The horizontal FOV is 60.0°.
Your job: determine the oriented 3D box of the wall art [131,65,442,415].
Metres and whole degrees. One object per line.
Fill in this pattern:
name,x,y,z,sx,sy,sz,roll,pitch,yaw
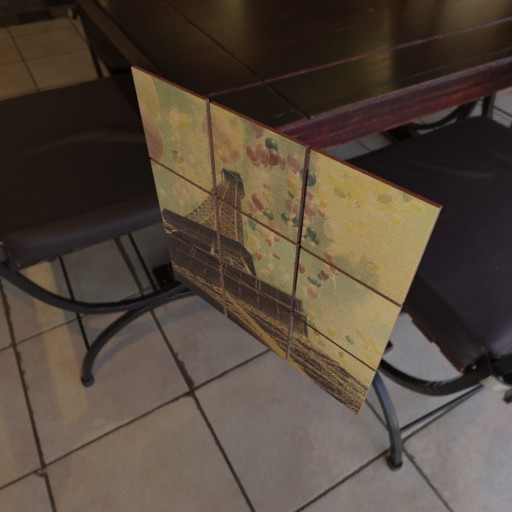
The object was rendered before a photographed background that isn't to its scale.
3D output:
wall art,0.000,0.000,1.868,1.256,1.246,0.017,33,55,27
